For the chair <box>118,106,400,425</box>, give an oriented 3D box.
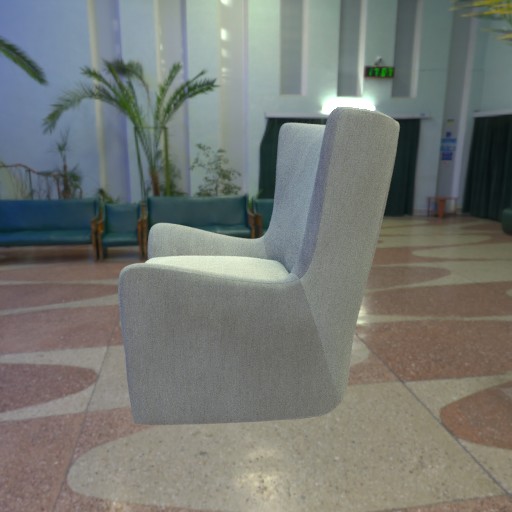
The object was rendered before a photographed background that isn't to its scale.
[{"bbox_3d":[0.000,0.000,1.652,0.904,1.000,0.779,-1,13,-6],"label":"chair"}]
